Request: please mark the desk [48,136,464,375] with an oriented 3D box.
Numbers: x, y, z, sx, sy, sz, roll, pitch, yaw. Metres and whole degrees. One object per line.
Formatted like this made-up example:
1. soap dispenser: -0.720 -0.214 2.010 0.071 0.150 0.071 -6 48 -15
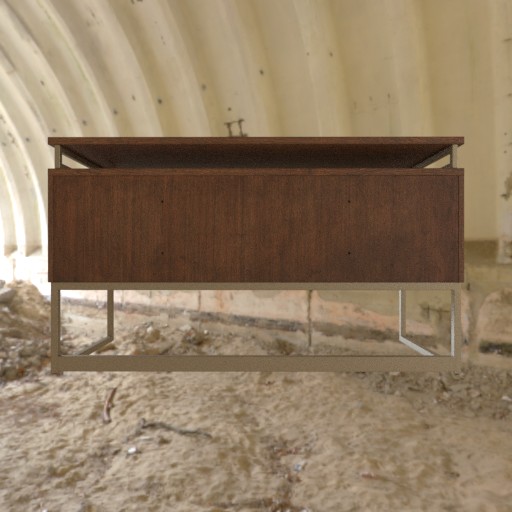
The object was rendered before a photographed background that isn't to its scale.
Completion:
1. desk: 0.000 0.000 1.776 1.384 0.792 0.610 0 0 0
